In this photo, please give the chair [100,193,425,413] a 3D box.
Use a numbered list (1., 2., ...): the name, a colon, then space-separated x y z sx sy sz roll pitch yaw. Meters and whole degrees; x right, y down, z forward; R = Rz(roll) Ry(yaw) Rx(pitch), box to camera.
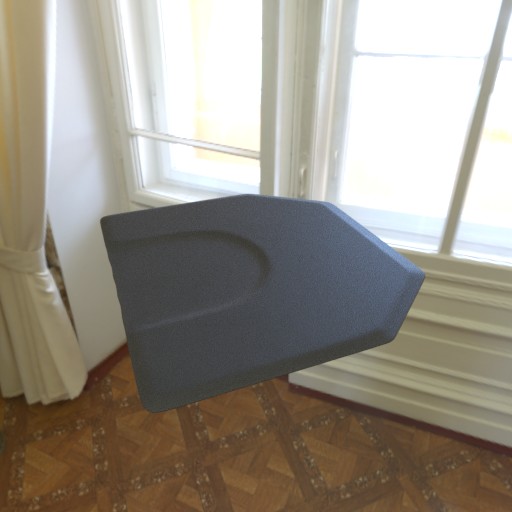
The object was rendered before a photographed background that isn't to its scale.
1. chair: 0.000 0.000 1.962 1.219 0.024 1.372 -12 33 -19
